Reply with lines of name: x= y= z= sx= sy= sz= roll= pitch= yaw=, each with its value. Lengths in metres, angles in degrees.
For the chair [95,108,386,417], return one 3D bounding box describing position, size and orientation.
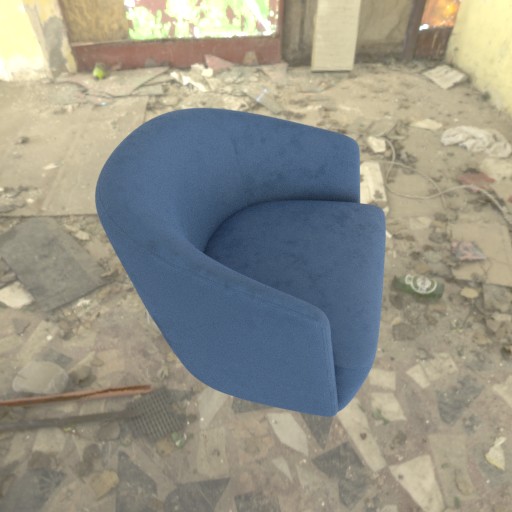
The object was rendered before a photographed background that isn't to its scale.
chair: x=0.000 y=0.000 z=1.352 sx=0.767 sy=0.698 sz=0.773 roll=10 pitch=44 yaw=10
